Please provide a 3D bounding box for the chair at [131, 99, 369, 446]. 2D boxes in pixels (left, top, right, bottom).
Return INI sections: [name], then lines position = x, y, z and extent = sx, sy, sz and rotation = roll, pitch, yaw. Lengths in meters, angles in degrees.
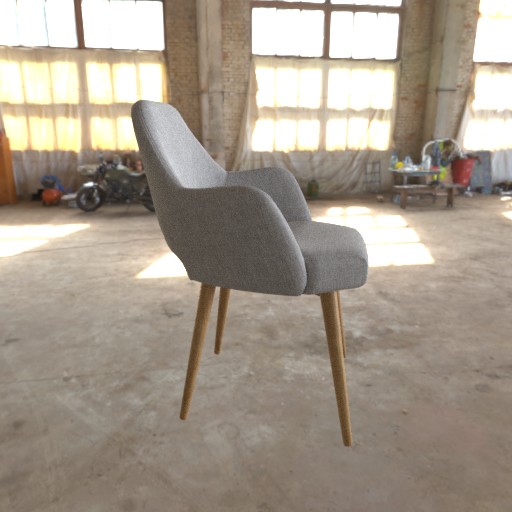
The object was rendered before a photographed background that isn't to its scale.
[chair]
position = 0.000, 0.000, 1.261
extent = 0.610, 0.840, 0.590
rotation = 3, 16, 9
